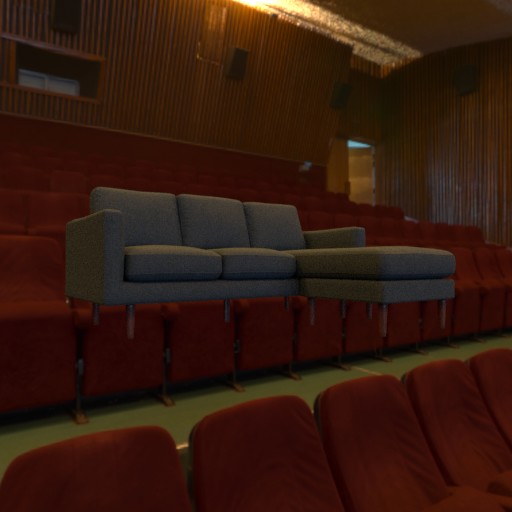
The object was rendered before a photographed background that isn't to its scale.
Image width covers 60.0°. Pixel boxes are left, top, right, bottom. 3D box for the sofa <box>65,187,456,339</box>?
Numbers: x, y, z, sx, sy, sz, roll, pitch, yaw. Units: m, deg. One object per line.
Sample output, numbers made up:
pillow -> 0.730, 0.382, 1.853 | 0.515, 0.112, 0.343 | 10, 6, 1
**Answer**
sofa -> 0.000, 0.000, 2.970 | 2.055, 0.957, 1.667 | 1, -1, -35
